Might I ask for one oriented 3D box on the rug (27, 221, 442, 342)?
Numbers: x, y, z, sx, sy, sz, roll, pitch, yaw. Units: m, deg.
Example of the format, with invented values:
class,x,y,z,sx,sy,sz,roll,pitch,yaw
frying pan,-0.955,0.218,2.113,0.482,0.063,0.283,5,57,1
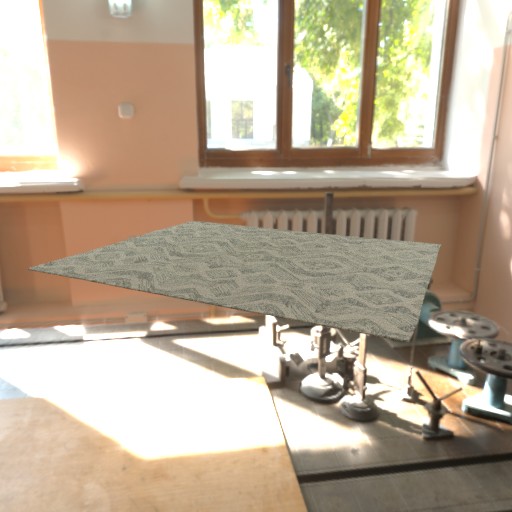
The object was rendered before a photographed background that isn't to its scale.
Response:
class,x,y,z,sx,sy,sz,roll,pitch,yaw
rug,0.000,0.000,4.069,3.054,0.030,2.430,7,17,25
